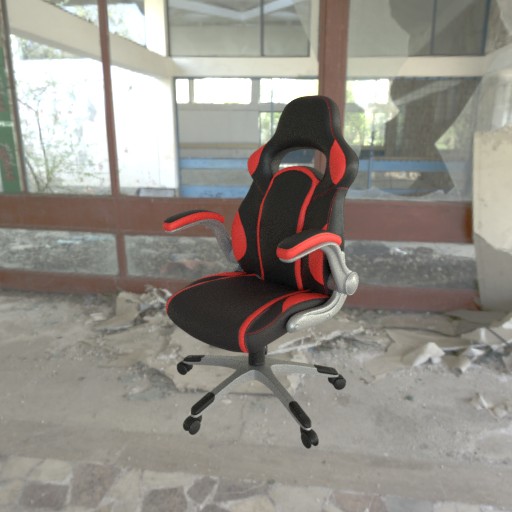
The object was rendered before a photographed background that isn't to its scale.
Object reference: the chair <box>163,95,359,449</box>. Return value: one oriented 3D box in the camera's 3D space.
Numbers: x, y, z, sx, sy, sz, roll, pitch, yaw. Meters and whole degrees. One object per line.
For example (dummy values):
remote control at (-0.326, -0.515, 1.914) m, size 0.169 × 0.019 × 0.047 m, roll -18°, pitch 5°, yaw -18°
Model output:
chair at (0.000, 0.000, 1.650) m, size 0.758 × 1.165 × 0.712 m, roll 14°, pitch 20°, yaw 42°
